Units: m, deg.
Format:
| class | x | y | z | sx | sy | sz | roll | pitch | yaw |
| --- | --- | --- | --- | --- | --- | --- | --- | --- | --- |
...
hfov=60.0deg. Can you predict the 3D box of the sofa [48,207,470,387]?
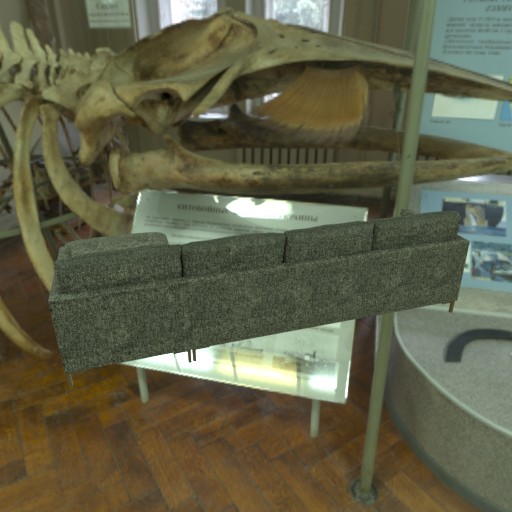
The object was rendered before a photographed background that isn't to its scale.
| class | x | y | z | sx | sy | sz | roll | pitch | yaw |
| --- | --- | --- | --- | --- | --- | --- | --- | --- | --- |
| sofa | 0.000 | 0.000 | 4.077 | 3.384 | 0.970 | 1.488 | -8 | 27 | -16 |
